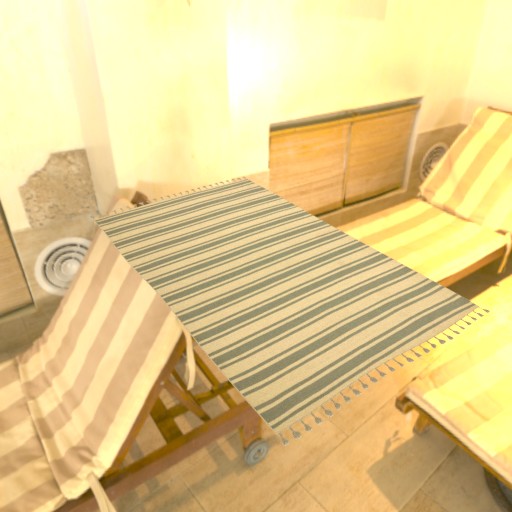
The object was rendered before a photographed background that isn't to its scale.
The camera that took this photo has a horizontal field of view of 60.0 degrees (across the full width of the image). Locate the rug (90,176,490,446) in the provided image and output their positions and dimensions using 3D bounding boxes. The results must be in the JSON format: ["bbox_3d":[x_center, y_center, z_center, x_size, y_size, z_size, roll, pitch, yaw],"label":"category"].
[{"bbox_3d":[0.000,0.000,2.477,1.222,0.009,2.084,-20,37,-29],"label":"rug"}]
